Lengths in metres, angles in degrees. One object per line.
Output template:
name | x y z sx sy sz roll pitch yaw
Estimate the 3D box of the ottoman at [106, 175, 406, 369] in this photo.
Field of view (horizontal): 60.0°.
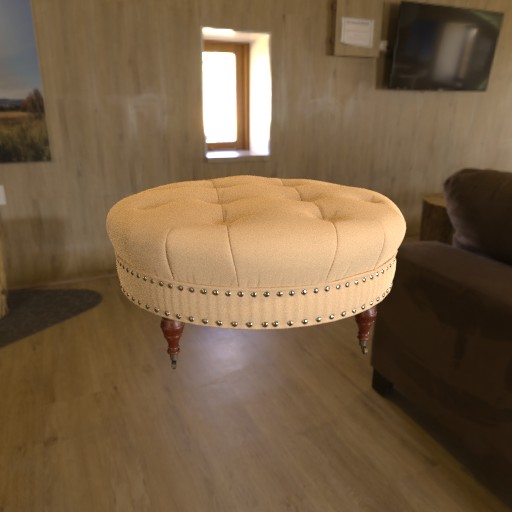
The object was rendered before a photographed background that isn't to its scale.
ottoman | 0.000 0.000 1.417 0.901 0.439 0.901 0 18 0
